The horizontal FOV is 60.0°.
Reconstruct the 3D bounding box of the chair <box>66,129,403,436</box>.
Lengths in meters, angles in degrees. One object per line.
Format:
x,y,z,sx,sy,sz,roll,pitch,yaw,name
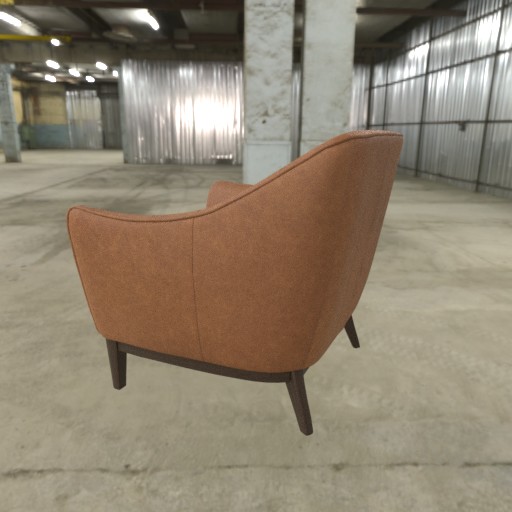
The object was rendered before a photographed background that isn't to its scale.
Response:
0.000,0.000,1.528,0.852,0.830,0.871,7,17,25,chair
